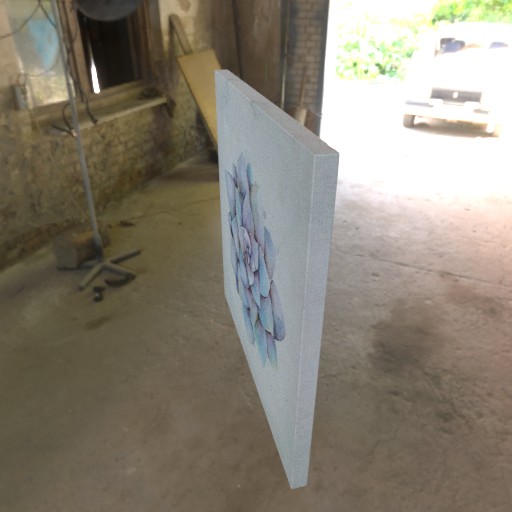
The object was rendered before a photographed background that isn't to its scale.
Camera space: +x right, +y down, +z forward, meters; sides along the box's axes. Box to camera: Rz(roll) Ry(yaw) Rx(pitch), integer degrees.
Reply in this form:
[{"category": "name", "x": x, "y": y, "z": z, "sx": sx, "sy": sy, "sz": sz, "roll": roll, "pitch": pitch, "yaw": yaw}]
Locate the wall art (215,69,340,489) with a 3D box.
[{"category": "wall art", "x": 0.000, "y": 0.000, "z": 1.108, "sx": 0.038, "sy": 0.762, "sz": 0.762, "roll": -8, "pitch": 32, "yaw": -13}]
